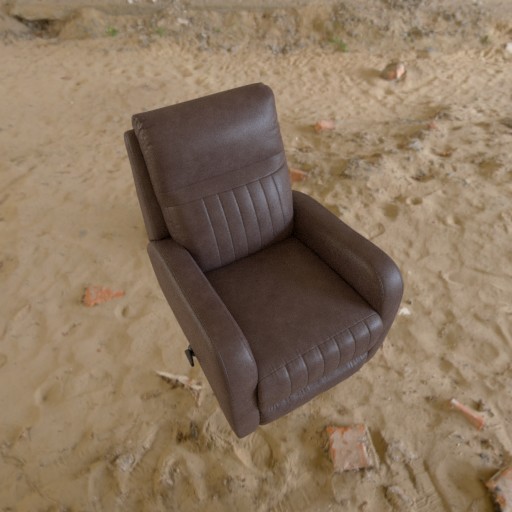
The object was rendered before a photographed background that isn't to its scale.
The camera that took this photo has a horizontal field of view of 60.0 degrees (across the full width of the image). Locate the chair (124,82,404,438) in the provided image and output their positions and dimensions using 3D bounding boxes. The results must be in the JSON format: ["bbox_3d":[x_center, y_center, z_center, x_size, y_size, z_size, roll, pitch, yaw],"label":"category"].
[{"bbox_3d":[0.000,0.000,1.912,0.865,1.067,1.067,-23,51,-20],"label":"chair"}]
